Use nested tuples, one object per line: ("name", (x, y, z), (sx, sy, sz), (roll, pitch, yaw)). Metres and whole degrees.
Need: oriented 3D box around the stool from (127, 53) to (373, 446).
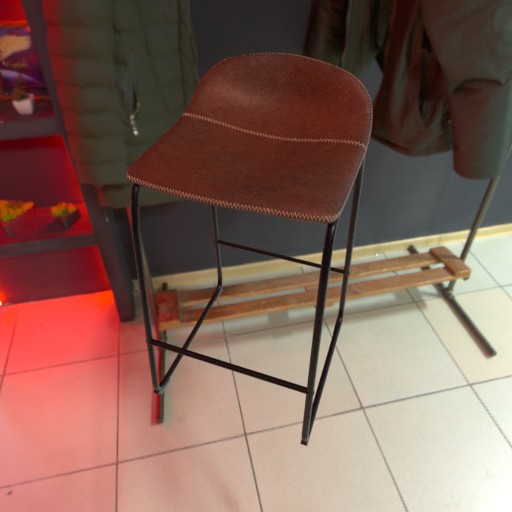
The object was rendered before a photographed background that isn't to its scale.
("stool", (0.000, 0.000, 1.109), (0.454, 0.830, 0.473), (14, 44, 15))
